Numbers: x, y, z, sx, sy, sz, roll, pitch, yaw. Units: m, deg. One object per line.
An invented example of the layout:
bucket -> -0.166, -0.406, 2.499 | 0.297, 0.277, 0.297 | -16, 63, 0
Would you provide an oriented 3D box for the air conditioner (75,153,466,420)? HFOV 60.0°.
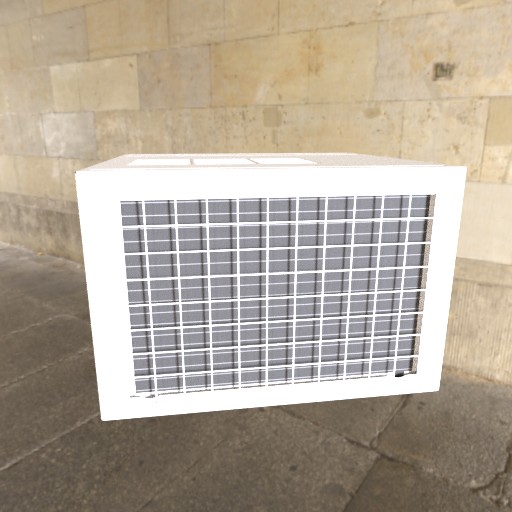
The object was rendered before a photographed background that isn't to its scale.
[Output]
air conditioner -> 0.000, 0.000, 1.056 | 0.645, 0.455, 0.599 | -2, 16, -8
